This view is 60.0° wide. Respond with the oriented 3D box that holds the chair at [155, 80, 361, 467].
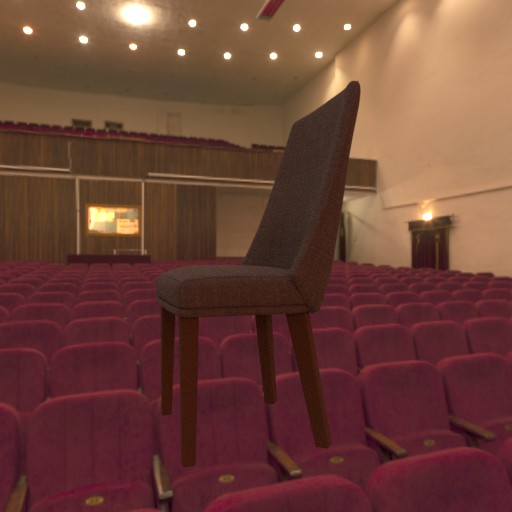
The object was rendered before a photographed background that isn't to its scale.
[{"bbox_3d":[0.000,0.000,1.378,0.577,1.050,0.510,0,-1,-19],"label":"chair"}]
